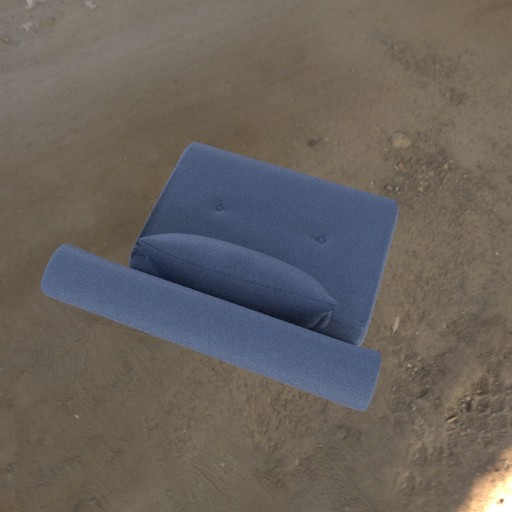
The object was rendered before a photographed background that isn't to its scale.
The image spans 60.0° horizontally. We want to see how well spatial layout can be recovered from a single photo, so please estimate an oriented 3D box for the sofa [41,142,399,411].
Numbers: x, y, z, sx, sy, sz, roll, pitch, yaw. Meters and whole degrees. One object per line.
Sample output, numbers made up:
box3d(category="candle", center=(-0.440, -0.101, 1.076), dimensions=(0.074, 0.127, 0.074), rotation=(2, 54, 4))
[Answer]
box3d(category="sofa", center=(0.000, 0.000, 1.751), dimensions=(0.999, 0.860, 0.996), rotation=(18, 65, 9))
